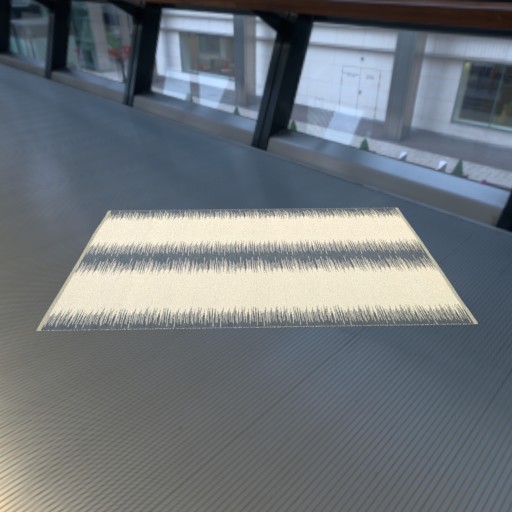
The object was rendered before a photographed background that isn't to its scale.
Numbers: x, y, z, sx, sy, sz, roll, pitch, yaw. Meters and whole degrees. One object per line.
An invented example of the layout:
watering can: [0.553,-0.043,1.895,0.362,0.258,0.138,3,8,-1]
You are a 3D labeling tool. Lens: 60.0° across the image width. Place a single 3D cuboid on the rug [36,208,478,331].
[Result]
rug: [0.000,0.000,3.093,2.453,0.003,1.519,-1,31,-1]
